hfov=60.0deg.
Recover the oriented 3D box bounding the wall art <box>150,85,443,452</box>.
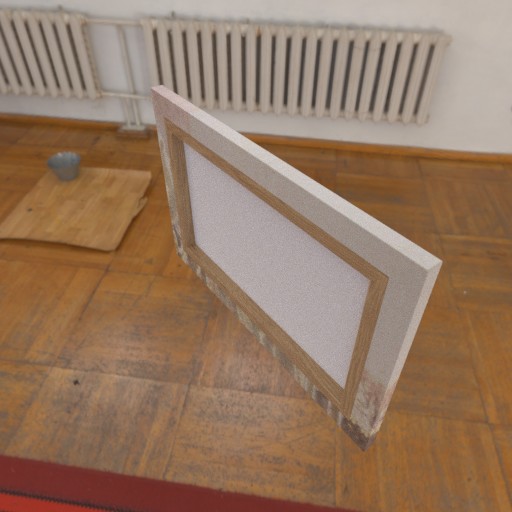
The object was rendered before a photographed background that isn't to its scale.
[{"bbox_3d":[0.000,0.000,1.155,0.040,0.608,0.916,-27,48,-27],"label":"wall art"}]
